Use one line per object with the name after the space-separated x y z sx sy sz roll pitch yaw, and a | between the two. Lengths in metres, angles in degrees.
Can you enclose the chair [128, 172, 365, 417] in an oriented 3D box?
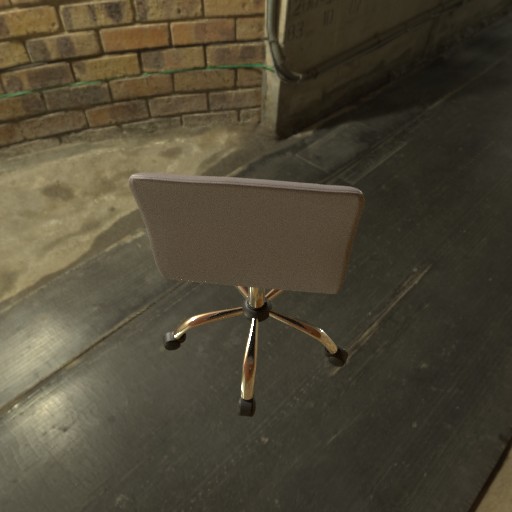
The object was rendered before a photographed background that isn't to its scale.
0.000 0.000 1.128 0.569 0.750 0.542 5 48 4 | chair
